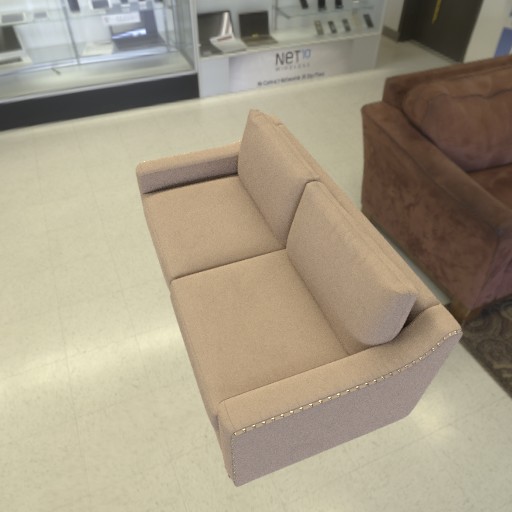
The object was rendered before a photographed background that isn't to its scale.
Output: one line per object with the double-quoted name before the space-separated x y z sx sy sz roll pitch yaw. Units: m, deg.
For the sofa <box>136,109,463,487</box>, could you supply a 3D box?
"sofa" 0.000 0.000 2.490 1.030 0.901 1.967 -15 46 -15
